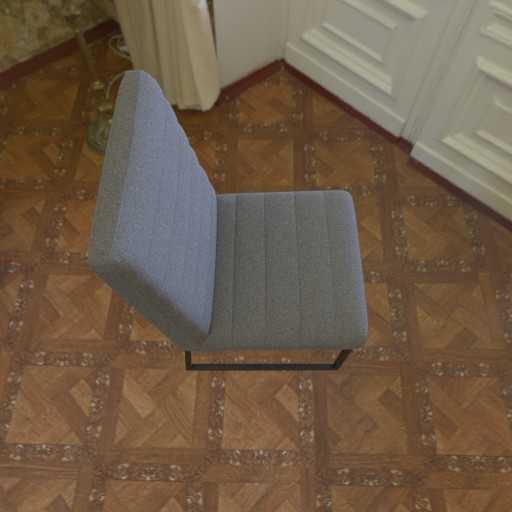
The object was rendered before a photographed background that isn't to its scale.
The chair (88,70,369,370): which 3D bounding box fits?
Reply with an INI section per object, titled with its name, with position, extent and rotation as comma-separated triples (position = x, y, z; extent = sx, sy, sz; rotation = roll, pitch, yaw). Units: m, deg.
[chair]
position = 0.000, 0.000, 1.311
extent = 0.634, 0.930, 0.520
rotation = 0, 63, 0
